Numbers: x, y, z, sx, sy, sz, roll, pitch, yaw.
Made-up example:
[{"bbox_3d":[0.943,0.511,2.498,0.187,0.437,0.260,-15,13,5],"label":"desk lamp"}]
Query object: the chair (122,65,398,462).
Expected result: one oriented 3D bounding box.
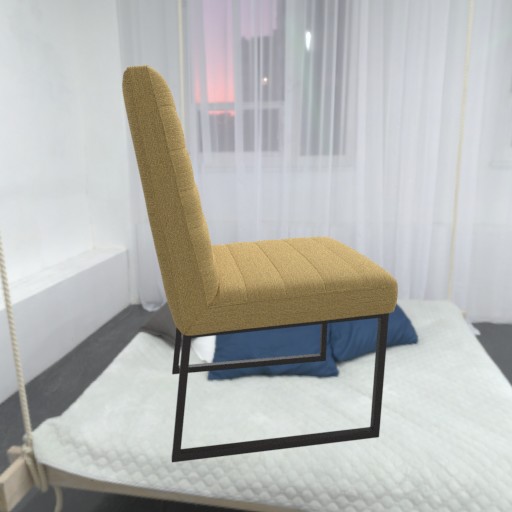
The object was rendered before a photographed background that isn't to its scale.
[{"bbox_3d":[0.000,0.000,1.259,0.634,0.930,0.520,-3,15,-10],"label":"chair"}]
